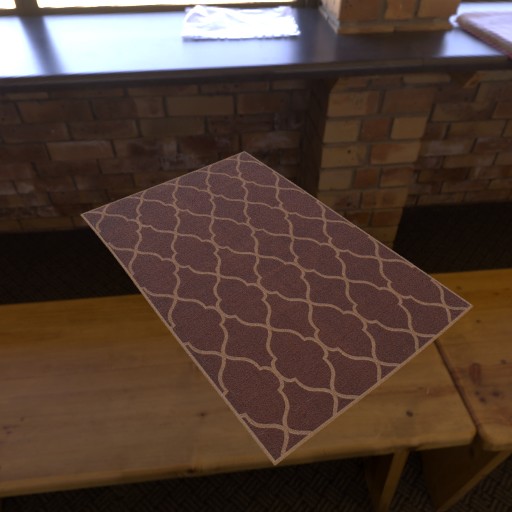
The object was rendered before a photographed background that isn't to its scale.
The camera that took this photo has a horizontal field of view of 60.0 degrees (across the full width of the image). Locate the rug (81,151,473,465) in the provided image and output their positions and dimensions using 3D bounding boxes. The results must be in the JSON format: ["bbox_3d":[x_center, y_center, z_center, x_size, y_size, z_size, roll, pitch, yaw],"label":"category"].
[{"bbox_3d":[0.000,0.000,2.954,1.526,0.014,2.290,-28,50,-27],"label":"rug"}]
